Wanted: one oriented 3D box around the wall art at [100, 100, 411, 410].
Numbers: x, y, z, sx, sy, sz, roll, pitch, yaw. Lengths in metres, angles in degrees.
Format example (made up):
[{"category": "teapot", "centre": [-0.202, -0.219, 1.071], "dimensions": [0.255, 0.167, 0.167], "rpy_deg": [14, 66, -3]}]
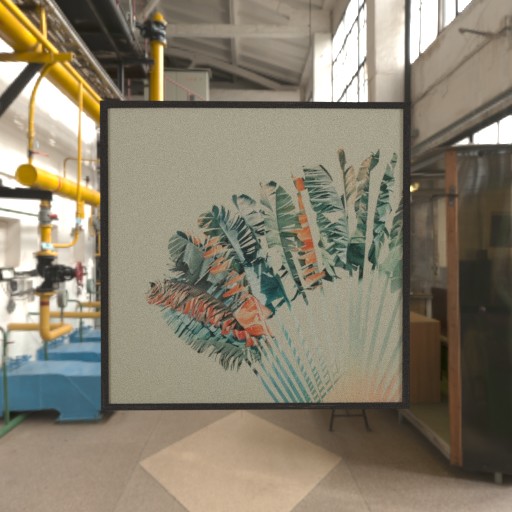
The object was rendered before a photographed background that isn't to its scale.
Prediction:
[{"category": "wall art", "centre": [0.000, 0.000, 1.112], "dimensions": [0.762, 0.758, 0.043], "rpy_deg": [0, 1, -1]}]
